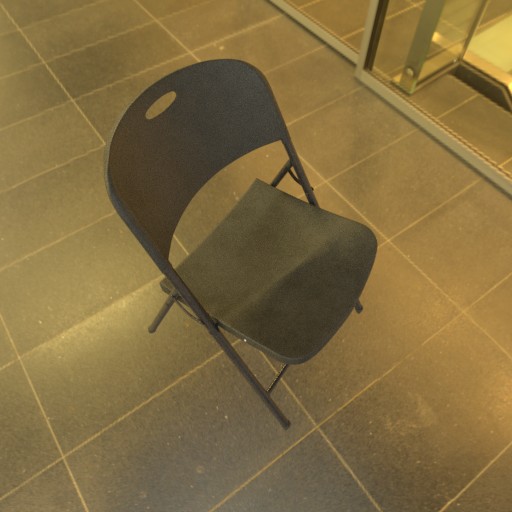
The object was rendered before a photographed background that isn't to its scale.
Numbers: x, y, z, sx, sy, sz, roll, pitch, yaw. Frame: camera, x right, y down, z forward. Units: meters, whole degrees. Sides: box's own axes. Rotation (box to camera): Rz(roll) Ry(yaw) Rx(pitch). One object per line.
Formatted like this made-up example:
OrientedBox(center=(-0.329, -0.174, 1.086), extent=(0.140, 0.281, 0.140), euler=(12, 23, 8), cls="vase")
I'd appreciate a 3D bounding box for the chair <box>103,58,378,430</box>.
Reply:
OrientedBox(center=(0.000, 0.000, 1.168), extent=(0.566, 0.810, 0.494), euler=(31, 63, 18), cls="chair")
